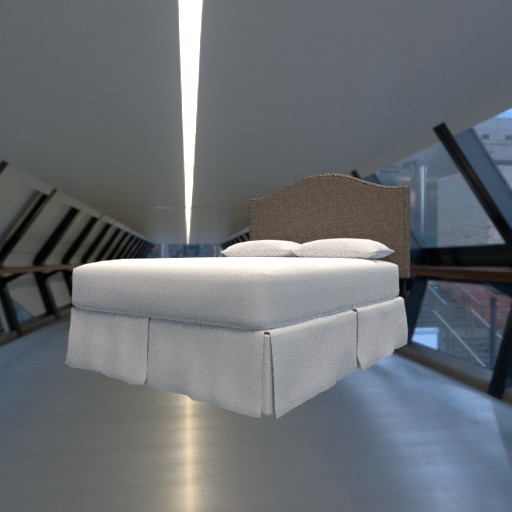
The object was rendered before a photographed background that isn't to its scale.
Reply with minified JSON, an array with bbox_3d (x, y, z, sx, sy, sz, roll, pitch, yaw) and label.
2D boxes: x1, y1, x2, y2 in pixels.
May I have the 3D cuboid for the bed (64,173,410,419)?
[{"bbox_3d":[0.000,0.000,3.329,1.713,1.518,2.153,0,0,36],"label":"bed"}]
